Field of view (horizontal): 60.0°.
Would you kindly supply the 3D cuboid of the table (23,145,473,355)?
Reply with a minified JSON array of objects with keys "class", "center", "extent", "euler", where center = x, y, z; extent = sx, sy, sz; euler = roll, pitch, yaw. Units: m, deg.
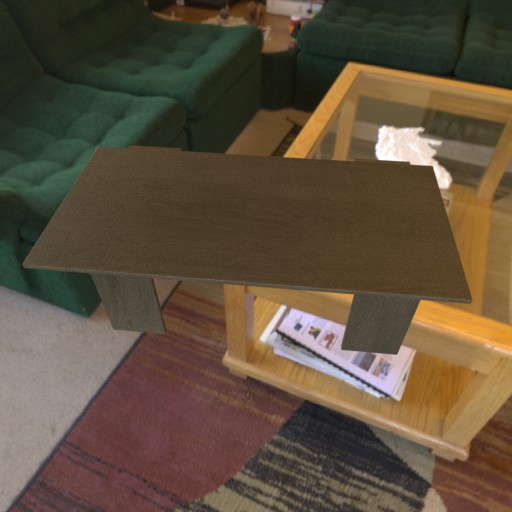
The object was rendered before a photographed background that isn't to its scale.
[{"class":"table","center":[0.000,0.000,1.426],"extent":[1.000,0.570,0.711],"euler":[4,46,4]}]
